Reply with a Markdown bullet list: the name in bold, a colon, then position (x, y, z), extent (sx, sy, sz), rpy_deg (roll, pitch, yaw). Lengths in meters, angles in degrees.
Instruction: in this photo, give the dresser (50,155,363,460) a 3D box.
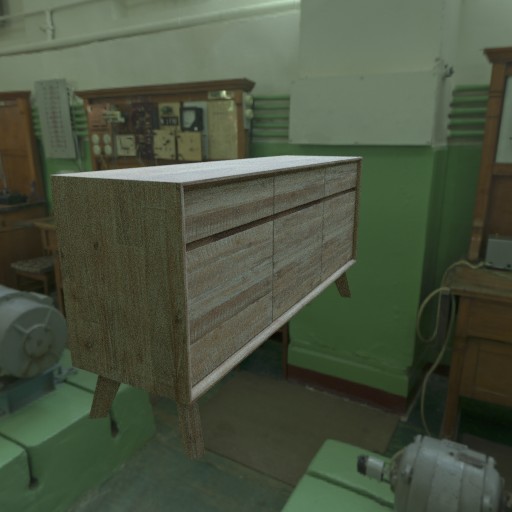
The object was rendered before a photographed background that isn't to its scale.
- **dresser**: position (0.000, 0.000, 1.920), extent (0.455, 0.788, 1.602), rpy_deg (8, 17, 27)
